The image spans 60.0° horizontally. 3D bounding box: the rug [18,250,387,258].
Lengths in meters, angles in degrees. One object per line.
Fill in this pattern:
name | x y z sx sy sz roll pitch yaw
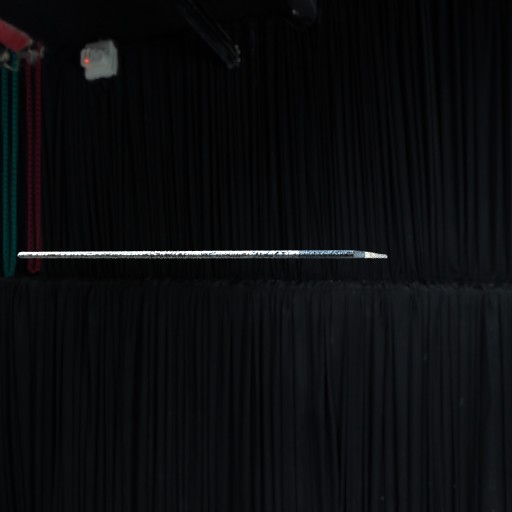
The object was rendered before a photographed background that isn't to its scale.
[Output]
rug | 0.000 0.000 2.314 1.238 0.020 1.847 0 0 19
